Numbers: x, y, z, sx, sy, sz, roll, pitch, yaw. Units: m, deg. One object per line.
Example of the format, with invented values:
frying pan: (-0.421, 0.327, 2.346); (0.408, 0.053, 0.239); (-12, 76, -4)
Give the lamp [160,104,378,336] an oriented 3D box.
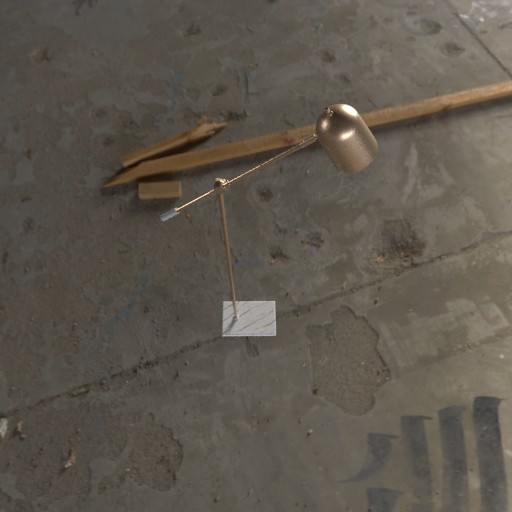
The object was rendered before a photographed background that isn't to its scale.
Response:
lamp: (0.000, 0.000, 1.784); (0.653, 1.594, 0.194); (-1, 63, 0)
